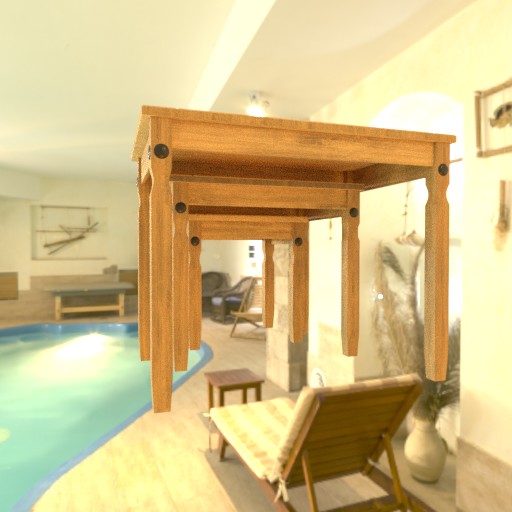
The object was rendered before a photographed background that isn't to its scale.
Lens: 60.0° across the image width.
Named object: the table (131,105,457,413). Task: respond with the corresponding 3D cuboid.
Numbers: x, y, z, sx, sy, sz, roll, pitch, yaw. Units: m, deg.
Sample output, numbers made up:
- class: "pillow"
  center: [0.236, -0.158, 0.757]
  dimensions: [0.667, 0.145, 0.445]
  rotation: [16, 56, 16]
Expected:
- class: "table"
  center: [0.000, 0.000, 1.228]
  dimensions: [0.660, 0.535, 0.773]
  rotation: [0, 1, -18]
